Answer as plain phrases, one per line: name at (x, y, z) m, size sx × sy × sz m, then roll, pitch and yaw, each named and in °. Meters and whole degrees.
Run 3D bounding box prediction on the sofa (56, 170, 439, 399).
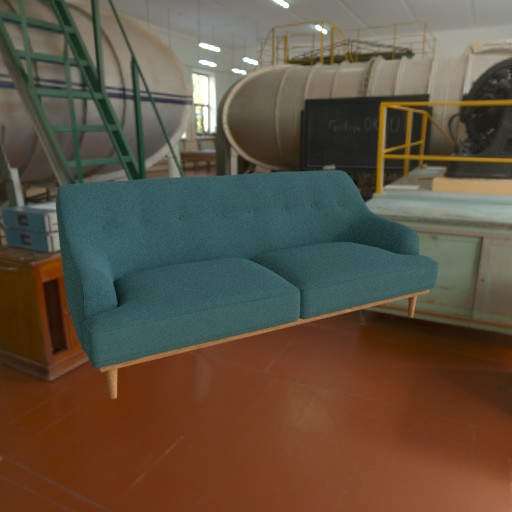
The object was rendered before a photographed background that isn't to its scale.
sofa at (0.000, 0.000, 2.607) m, size 2.057 × 0.871 × 0.978 m, roll -9°, pitch 18°, yaw -28°
